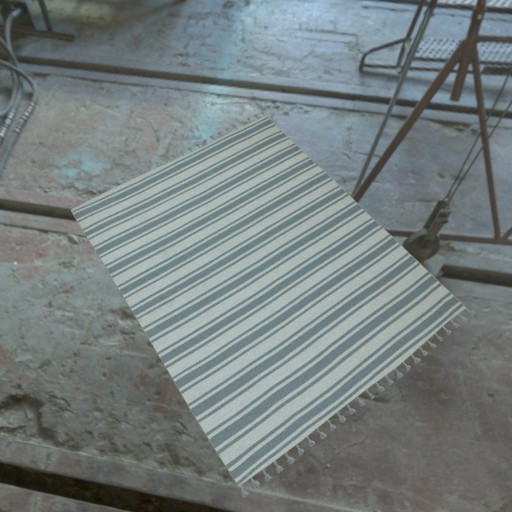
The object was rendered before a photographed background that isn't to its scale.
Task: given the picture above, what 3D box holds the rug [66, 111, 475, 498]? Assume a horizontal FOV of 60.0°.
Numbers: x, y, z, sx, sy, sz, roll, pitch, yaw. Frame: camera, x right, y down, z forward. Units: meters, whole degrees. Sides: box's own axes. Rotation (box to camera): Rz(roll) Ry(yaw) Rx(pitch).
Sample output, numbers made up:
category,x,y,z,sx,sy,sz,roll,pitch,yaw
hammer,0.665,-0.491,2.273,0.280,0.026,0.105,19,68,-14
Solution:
category,x,y,z,sx,sy,sz,roll,pitch,yaw
rug,0.000,0.000,4.138,2.439,0.005,3.201,-31,63,-18
